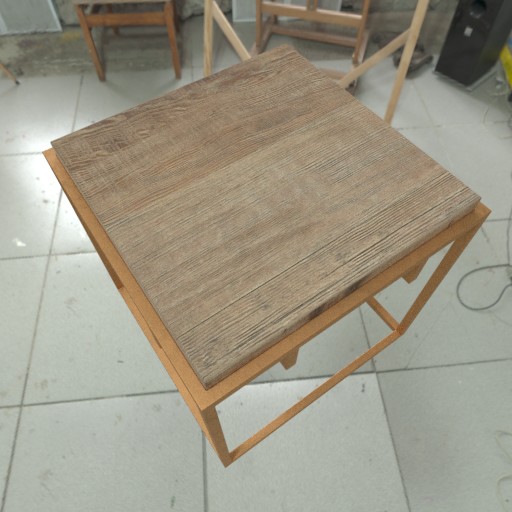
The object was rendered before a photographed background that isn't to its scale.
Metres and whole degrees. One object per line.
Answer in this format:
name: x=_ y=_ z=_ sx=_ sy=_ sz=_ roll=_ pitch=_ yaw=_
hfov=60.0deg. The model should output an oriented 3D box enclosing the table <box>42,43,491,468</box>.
table: x=0.000 y=0.000 z=1.043 sx=0.599 sy=0.584 sz=0.599 roll=-30 pitch=62 yaw=-18
